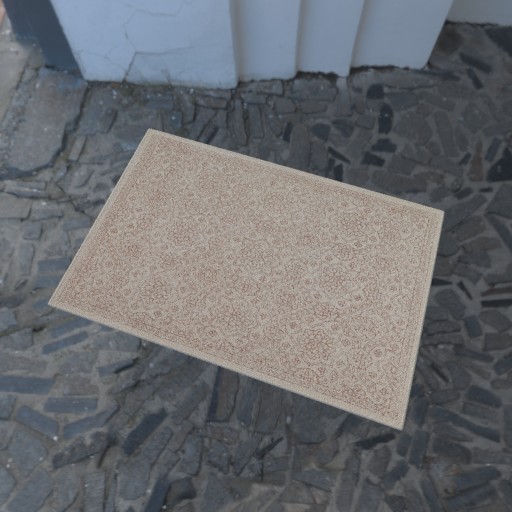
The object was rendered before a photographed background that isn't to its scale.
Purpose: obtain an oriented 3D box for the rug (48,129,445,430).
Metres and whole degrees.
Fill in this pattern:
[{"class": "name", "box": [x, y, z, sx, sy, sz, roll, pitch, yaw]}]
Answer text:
[{"class": "rug", "box": [0.000, 0.000, 2.378, 1.829, 0.010, 1.219, 17, 66, 8]}]
